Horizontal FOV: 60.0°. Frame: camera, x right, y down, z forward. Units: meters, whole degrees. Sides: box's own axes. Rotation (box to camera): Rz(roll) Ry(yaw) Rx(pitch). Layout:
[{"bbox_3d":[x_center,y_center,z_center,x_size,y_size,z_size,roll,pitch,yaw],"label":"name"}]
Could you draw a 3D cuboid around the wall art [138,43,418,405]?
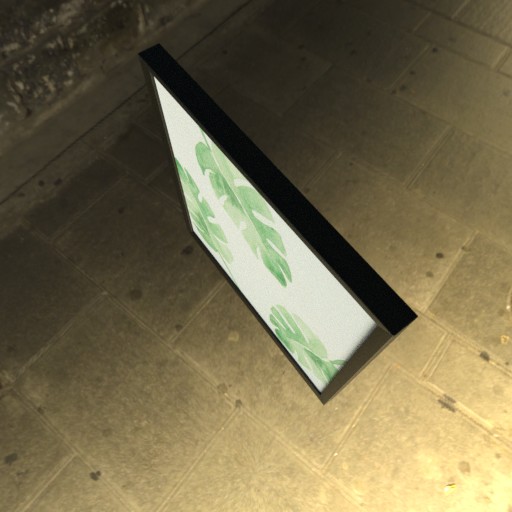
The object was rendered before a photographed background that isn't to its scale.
[{"bbox_3d":[0.000,0.000,0.765,0.036,0.508,0.508,-34,69,-15],"label":"wall art"}]
